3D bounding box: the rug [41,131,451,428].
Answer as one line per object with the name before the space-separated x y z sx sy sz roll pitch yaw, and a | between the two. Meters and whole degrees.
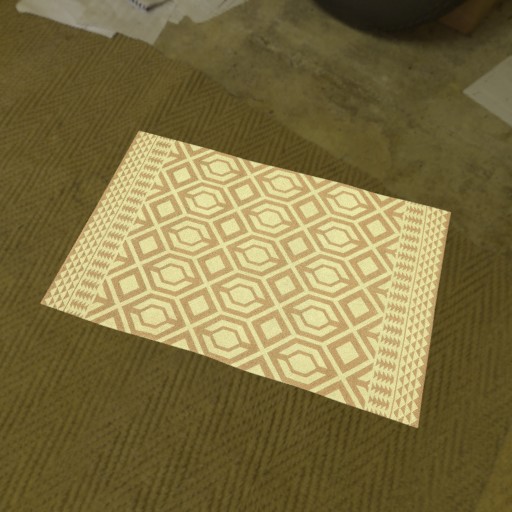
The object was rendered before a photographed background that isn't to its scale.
rug | 0.000 0.000 3.011 2.435 0.011 1.526 16 65 8
